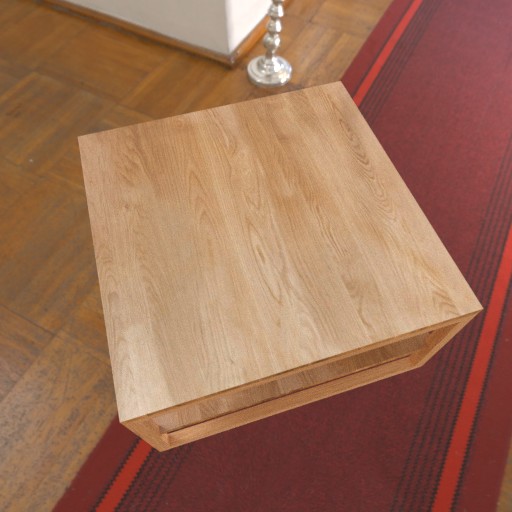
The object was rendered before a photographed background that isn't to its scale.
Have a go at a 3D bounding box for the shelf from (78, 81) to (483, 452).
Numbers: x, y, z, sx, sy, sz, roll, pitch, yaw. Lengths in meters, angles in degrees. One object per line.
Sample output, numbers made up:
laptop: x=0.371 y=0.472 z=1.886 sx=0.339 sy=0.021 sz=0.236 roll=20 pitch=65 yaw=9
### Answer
shelf: x=0.000 y=0.000 z=1.452 sx=0.899 sy=0.480 sz=0.899 roll=-15 pitch=60 yaw=-9
